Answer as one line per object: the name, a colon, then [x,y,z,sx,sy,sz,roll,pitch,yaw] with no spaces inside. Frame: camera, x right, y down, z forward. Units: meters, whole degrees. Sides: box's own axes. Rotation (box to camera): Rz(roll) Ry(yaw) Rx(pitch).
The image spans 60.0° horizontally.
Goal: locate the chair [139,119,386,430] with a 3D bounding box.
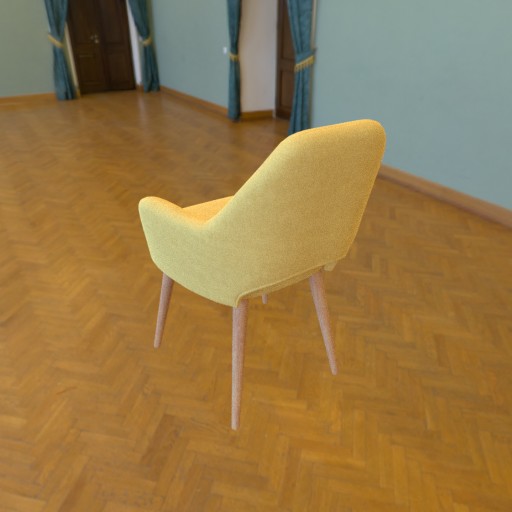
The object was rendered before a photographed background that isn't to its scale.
chair: [0.000,0.000,1.247,0.590,0.840,0.610,-19,35,-29]
